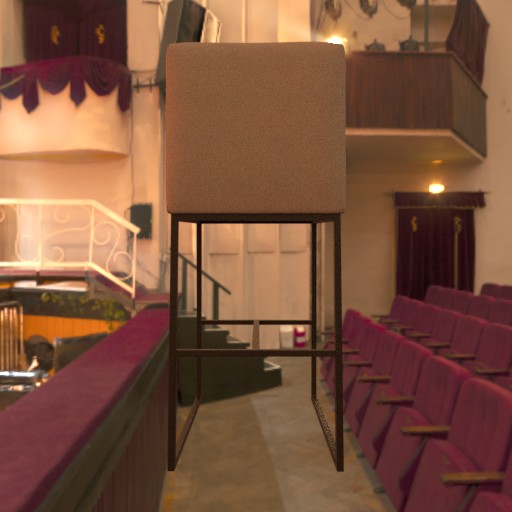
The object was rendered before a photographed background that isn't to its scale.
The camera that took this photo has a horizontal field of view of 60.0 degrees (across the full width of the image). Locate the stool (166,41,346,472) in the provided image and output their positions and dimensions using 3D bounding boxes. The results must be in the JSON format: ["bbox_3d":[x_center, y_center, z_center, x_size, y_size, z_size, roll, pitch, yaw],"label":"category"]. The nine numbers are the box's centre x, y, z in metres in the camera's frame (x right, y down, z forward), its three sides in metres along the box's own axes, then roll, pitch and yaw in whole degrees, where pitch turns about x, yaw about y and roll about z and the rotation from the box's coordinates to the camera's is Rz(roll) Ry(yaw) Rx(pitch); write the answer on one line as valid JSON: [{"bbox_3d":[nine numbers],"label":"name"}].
[{"bbox_3d":[0.000,0.000,1.365,0.464,1.061,0.573,0,0,0],"label":"stool"}]
